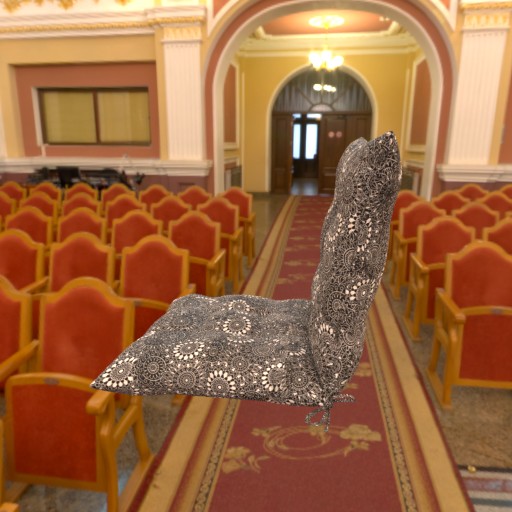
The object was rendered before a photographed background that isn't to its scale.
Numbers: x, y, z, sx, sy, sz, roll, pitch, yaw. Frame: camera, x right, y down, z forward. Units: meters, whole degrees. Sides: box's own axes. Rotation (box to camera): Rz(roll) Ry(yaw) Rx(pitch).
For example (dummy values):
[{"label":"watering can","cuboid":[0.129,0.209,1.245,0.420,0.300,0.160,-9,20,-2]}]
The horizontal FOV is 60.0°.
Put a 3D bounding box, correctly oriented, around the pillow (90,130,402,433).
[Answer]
[{"label":"pillow","cuboid":[0.000,0.000,1.014,0.585,0.536,0.541,2,14,8]}]
